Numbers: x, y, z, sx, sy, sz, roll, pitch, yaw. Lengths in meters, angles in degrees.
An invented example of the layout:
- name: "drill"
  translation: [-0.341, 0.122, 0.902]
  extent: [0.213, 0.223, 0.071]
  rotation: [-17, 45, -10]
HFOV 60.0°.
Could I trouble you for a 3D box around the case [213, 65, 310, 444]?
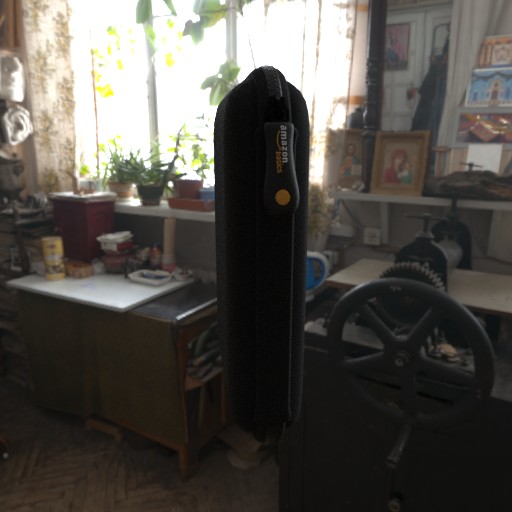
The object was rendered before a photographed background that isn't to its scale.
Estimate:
- name: "case"
  translation: [0.000, 0.000, 0.193]
  extent: [0.030, 0.147, 0.107]
  rotation: [-2, 15, -8]
